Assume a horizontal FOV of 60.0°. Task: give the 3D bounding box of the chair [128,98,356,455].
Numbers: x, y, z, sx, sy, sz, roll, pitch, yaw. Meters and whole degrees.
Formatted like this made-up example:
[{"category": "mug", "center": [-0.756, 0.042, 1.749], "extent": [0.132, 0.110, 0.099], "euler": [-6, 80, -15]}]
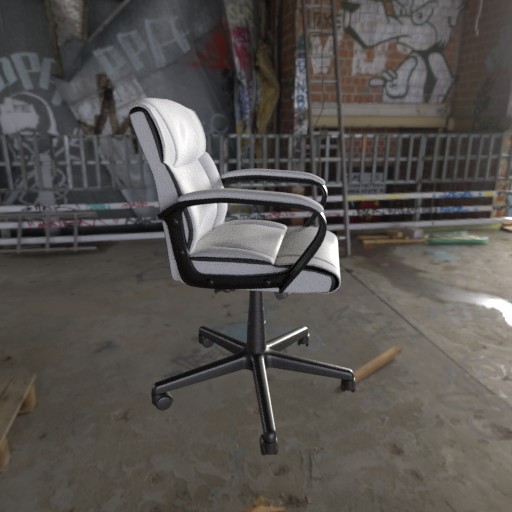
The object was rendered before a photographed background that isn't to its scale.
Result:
[{"category": "chair", "center": [0.000, 0.000, 1.489], "extent": [0.717, 1.004, 0.739], "euler": [3, 17, 9]}]
